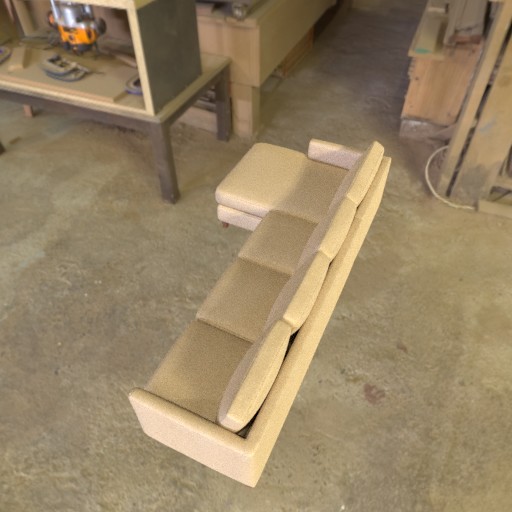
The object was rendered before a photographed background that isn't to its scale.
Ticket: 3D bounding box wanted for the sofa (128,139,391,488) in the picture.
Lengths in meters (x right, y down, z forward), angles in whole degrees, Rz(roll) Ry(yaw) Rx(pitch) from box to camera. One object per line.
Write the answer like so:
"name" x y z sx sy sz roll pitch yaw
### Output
"sofa" 0.000 0.000 3.787 1.502 0.876 3.201 19 50 17
